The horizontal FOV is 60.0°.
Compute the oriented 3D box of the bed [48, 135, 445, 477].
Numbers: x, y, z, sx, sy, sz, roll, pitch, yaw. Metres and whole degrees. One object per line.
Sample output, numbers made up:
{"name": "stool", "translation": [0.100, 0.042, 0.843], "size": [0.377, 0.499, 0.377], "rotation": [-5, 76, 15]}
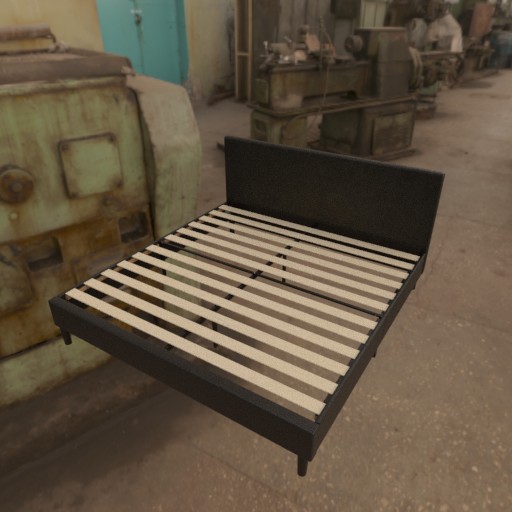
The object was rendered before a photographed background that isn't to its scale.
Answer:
{"name": "bed", "translation": [0.000, 0.000, 3.278], "size": [2.018, 1.046, 2.152], "rotation": [18, 34, 28]}
